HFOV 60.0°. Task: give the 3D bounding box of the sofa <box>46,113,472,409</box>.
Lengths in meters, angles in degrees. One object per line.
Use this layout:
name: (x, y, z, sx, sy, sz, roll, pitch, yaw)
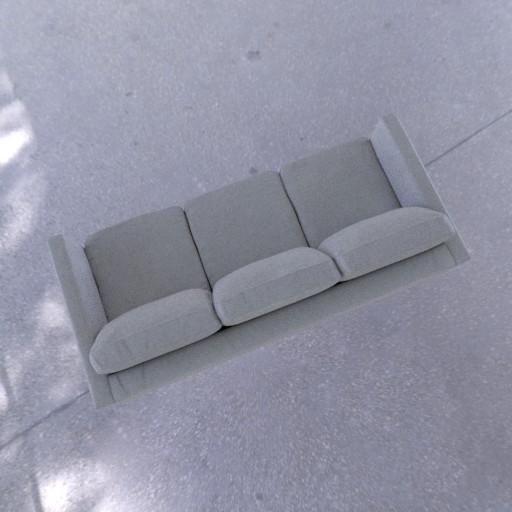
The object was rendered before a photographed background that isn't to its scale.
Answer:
sofa: (0.000, 0.000, 2.496, 1.983, 0.918, 0.944, -21, 77, -5)
